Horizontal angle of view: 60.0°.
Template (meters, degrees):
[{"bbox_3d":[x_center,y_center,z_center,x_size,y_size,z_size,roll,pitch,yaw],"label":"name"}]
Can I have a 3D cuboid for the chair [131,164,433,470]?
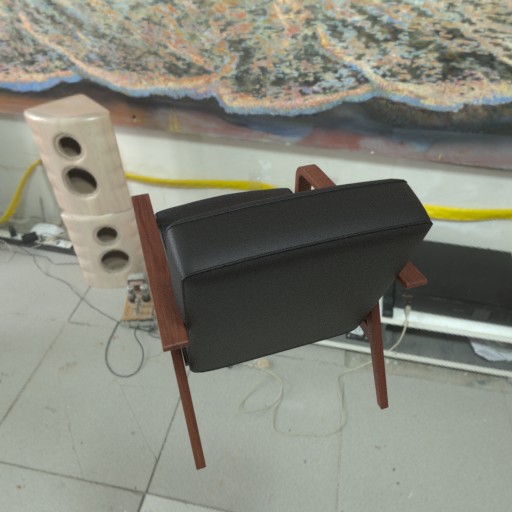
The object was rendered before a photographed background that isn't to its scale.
[{"bbox_3d":[0.000,0.000,1.495,0.719,0.861,0.889,-12,44,-13],"label":"chair"}]
